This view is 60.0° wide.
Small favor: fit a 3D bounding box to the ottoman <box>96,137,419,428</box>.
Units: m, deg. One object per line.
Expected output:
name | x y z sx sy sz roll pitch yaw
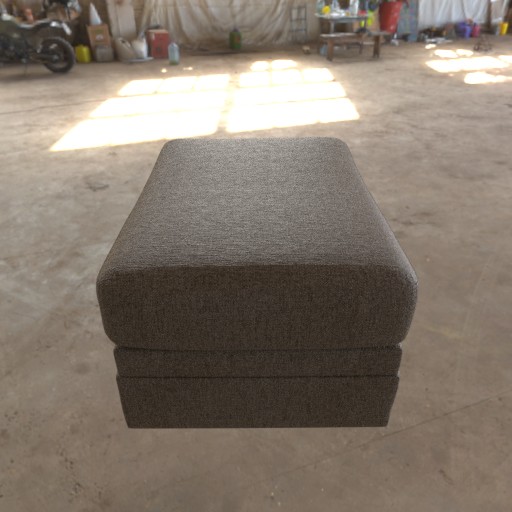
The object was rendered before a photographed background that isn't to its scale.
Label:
ottoman | 0.000 0.000 1.273 0.637 0.478 0.885 0 33 0
